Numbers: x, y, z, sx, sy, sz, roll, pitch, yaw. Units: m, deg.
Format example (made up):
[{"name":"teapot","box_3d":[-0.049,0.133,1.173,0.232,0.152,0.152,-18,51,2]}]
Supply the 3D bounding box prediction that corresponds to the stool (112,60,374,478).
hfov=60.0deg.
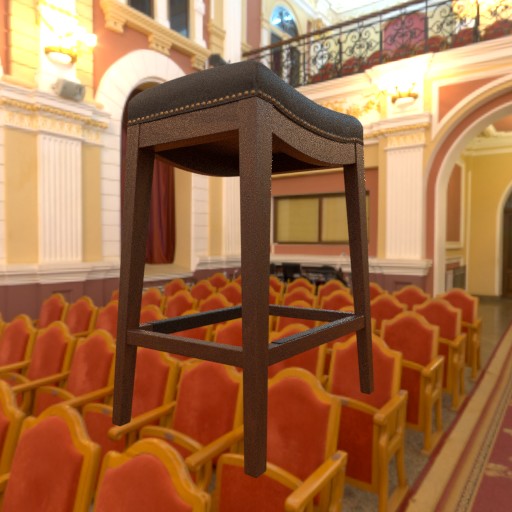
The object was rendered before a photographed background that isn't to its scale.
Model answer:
[{"name":"stool","box_3d":[0.000,0.000,0.967,0.353,0.664,0.490,1,2,36]}]
